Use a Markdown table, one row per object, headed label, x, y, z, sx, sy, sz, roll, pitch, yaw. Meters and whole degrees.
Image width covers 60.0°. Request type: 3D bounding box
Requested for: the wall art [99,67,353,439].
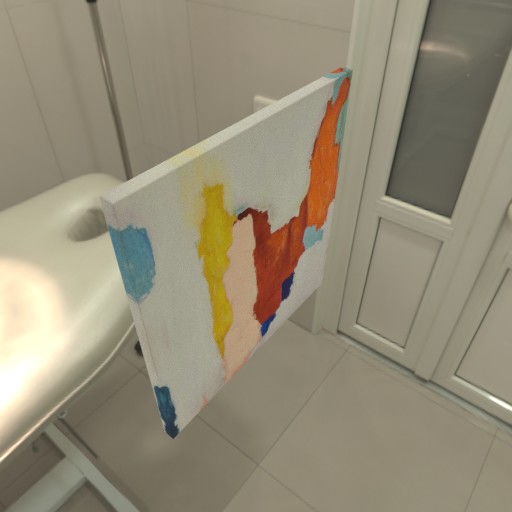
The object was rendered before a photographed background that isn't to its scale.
| label | x | y | z | sx | sy | sz | roll | pitch | yaw |
| --- | --- | --- | --- | --- | --- | --- | --- | --- | --- |
| wall art | 0.000 | 0.000 | 1.247 | 0.037 | 0.814 | 0.814 | 27 | 48 | 28 |
